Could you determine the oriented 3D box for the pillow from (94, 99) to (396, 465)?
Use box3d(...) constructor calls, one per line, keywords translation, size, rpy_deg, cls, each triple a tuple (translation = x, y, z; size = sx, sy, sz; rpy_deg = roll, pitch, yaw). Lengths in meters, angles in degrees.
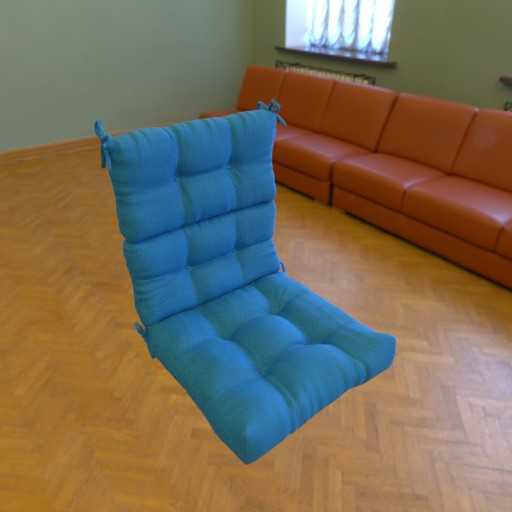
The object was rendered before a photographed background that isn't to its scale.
box3d(translation=(0.000, 0.000, 1.052), size=(0.519, 0.605, 0.571), rpy_deg=(-21, 37, -32), cls="pillow")
